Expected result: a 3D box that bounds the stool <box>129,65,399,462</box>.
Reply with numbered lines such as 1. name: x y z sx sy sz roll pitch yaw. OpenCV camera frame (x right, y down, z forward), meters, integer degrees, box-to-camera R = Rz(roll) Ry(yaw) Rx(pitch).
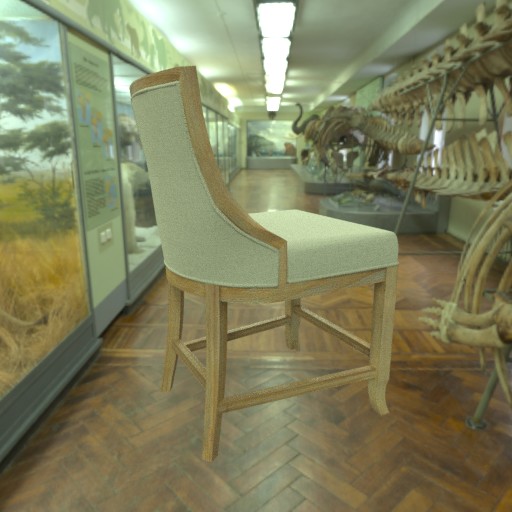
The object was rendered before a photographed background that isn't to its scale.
1. stool: 0.000 0.000 1.293 0.626 0.938 0.524 -8 16 -28
